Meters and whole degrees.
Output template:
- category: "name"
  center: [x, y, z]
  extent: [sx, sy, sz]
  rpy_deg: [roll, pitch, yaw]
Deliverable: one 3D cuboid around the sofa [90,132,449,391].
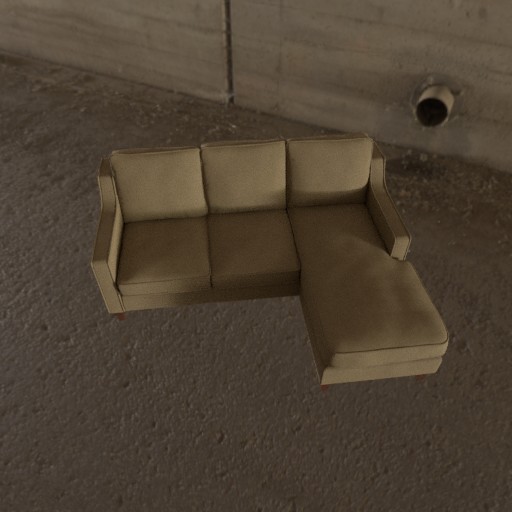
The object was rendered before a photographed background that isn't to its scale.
- category: "sofa"
  center: [0.000, 0.000, 3.303]
  extent: [2.317, 1.066, 1.858]
  rpy_deg: [-5, 46, -5]
